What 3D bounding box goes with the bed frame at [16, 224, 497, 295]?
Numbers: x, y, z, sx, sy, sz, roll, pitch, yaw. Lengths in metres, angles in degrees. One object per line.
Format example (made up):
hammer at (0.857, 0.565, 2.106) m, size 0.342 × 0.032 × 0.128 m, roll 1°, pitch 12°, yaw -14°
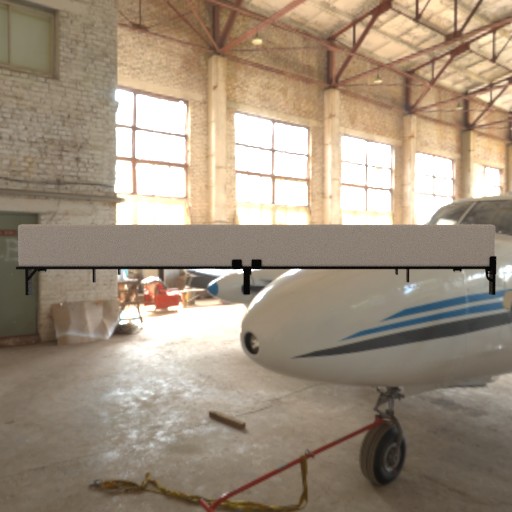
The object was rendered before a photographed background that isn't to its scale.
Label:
bed frame at (0.000, 0.000, 3.712) m, size 2.987 × 0.440 × 1.930 m, roll 0°, pitch 1°, yaw 0°
